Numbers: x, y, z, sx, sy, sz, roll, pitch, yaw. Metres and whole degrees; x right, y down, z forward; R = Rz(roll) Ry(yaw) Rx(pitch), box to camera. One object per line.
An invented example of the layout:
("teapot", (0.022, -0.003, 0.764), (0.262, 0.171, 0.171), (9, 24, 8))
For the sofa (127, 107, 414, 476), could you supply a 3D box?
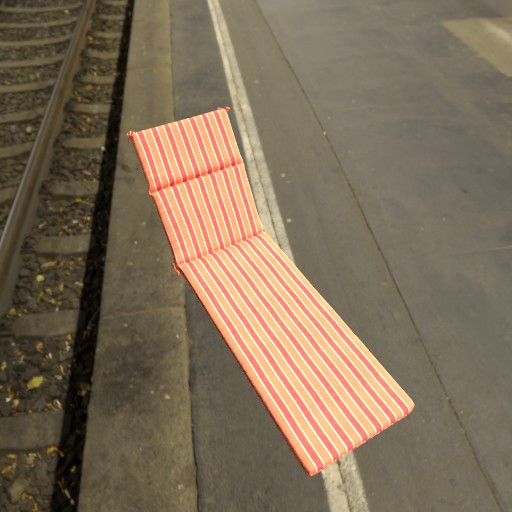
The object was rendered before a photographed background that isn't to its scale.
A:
("sofa", (0.000, 0.000, 1.993), (0.582, 0.622, 1.663), (-23, 50, -20))
